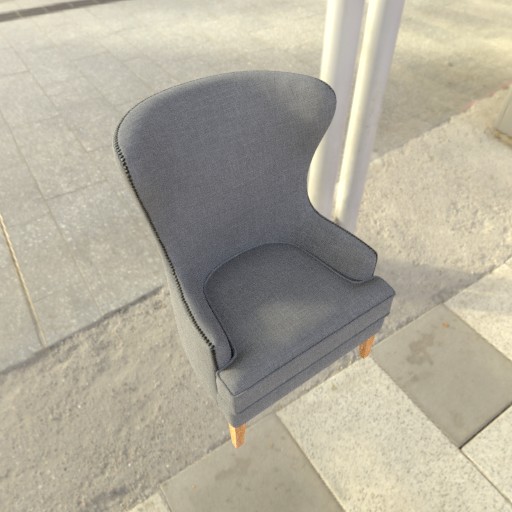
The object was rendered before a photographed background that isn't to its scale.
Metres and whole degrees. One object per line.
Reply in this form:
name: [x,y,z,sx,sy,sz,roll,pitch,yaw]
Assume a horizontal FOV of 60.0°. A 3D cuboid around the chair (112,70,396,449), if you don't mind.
chair: [0.000,0.000,1.837,0.864,1.176,0.883,-27,51,-24]
